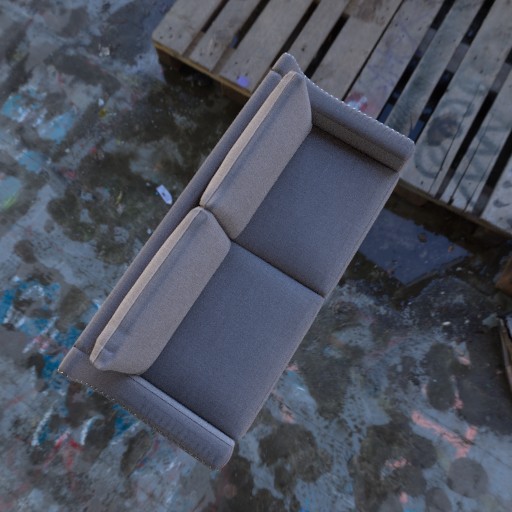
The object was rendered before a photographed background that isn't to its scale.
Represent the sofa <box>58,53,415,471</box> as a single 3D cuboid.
[{"bbox_3d":[0.000,0.000,2.655,1.000,0.857,2.208,32,79,7],"label":"sofa"}]
